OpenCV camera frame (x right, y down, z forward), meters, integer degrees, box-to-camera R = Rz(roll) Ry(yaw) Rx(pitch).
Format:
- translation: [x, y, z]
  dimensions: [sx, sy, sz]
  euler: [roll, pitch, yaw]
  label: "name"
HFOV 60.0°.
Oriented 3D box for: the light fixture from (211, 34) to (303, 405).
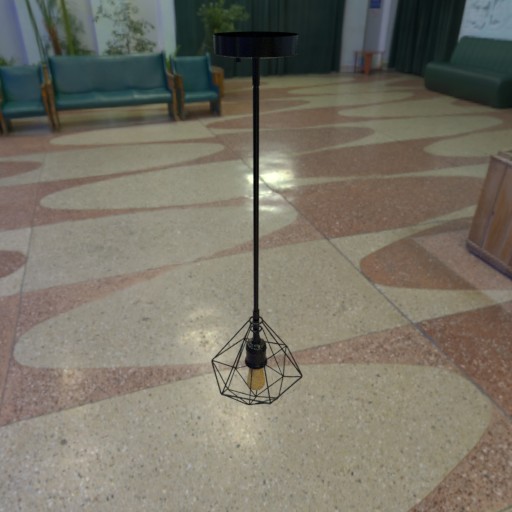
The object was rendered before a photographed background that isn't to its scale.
- translation: [0.000, 0.000, 1.967]
  dimensions: [0.431, 1.764, 0.487]
  euler: [-8, 31, -14]
  label: "light fixture"
